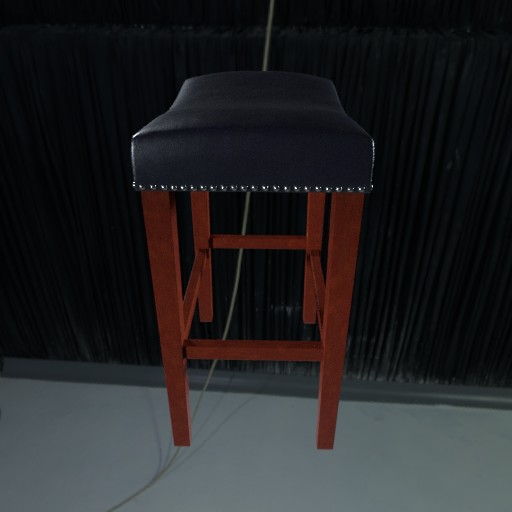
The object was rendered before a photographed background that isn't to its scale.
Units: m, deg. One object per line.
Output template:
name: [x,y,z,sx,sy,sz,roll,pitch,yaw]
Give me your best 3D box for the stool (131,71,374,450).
stool: [0.000,0.000,1.029,0.372,0.742,0.504,1,31,1]
